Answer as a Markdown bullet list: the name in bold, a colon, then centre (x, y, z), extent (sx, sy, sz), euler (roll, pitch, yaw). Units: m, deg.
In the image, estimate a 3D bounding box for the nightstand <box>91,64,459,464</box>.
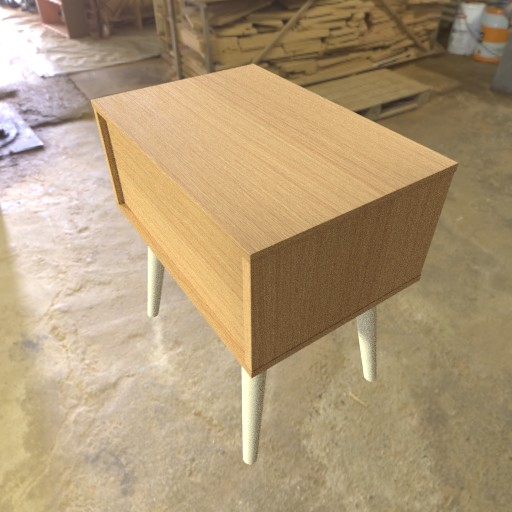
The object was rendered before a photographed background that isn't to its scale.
- **nightstand**: centre (0.000, 0.000, 0.988), extent (0.407, 0.610, 0.571), euler (-24, 46, -25)
